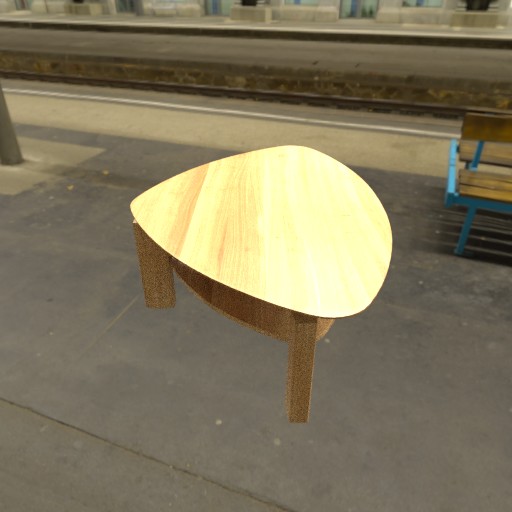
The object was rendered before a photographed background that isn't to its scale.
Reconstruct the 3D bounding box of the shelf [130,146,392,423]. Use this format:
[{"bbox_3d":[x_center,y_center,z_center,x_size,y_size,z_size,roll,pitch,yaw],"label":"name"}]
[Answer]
[{"bbox_3d":[0.000,0.000,1.654,0.863,0.439,1.240,0,32,-1],"label":"shelf"}]
